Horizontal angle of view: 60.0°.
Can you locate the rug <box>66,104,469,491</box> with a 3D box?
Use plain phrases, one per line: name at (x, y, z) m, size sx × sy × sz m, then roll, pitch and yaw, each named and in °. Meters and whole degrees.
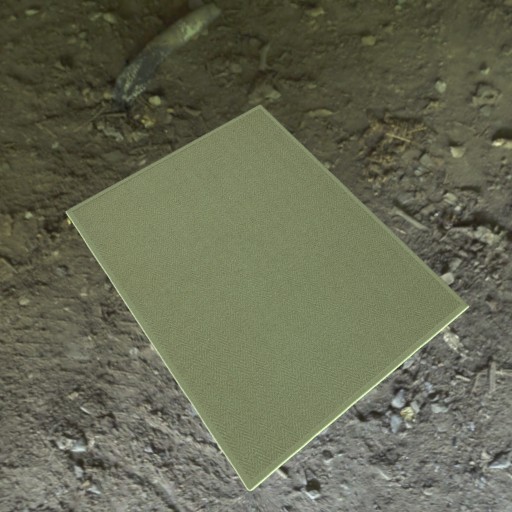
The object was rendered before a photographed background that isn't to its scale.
rug at (0.000, 0.000, 4.123) m, size 2.407 × 0.020 × 3.051 m, roll -34°, pitch 67°, yaw -16°
